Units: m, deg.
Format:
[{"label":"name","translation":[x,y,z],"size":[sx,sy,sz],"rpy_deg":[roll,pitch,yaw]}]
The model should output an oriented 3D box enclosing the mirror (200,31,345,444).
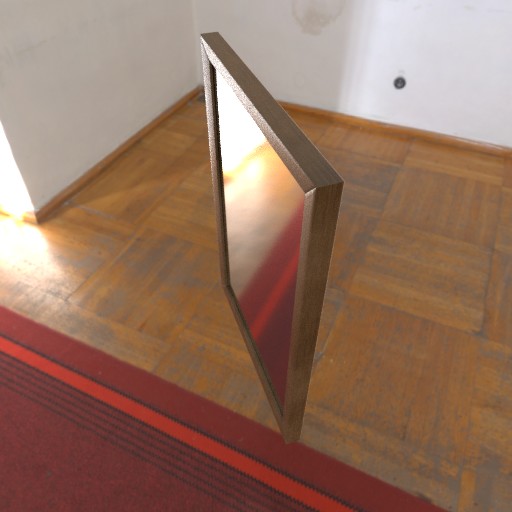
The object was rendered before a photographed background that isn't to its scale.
[{"label":"mirror","translation":[0.000,0.000,0.916],"size":[0.040,0.710,0.507],"rpy_deg":[-14,47,-14]}]
